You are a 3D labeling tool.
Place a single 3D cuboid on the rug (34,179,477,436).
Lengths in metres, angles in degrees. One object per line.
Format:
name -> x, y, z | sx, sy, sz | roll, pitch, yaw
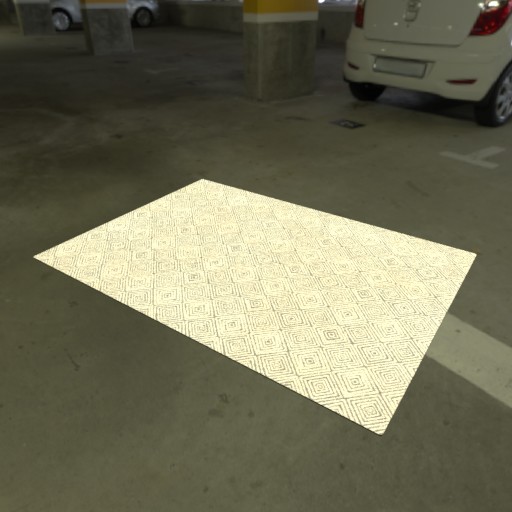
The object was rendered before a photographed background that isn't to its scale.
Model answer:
rug -> 0.000, 0.000, 2.742 | 2.238, 0.008, 1.593 | 20, 36, 29
